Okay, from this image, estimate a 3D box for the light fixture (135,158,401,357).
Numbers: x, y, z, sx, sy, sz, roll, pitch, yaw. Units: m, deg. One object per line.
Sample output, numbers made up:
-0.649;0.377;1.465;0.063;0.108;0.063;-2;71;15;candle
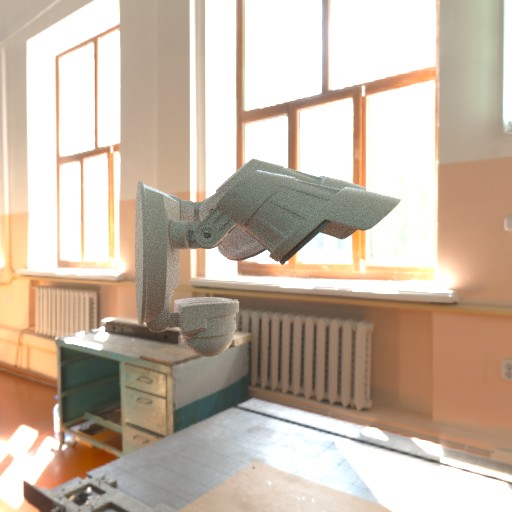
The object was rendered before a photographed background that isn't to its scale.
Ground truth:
0.000;0.000;0.542;0.278;0.237;0.369;0;1;-18;light fixture
